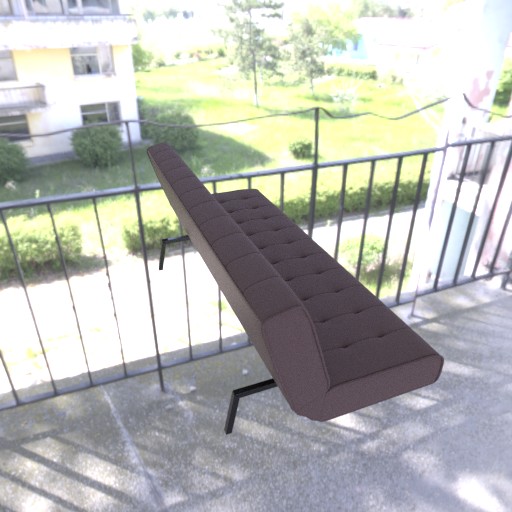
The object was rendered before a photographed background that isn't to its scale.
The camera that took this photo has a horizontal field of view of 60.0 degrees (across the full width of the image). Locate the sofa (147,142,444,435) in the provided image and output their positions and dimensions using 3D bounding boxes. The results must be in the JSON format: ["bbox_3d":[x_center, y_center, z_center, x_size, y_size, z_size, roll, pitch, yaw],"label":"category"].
[{"bbox_3d":[0.000,0.000,2.095,0.747,0.699,1.703,-11,32,-19],"label":"sofa"}]
